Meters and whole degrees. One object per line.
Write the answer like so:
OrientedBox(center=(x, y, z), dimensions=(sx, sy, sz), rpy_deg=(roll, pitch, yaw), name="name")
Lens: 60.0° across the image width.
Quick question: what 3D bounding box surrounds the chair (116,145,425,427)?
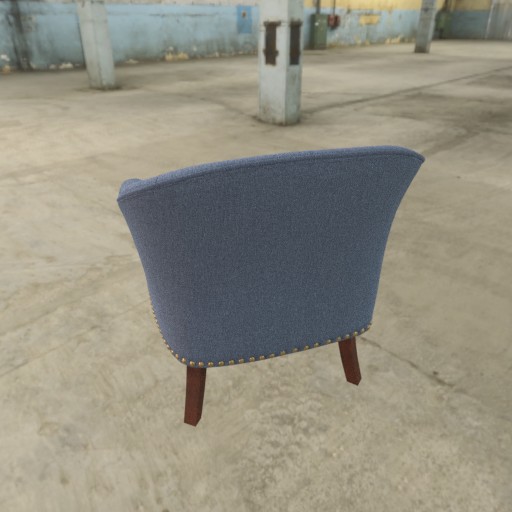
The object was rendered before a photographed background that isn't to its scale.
OrientedBox(center=(0.000, 0.000, 1.380), dimensions=(0.772, 0.815, 0.704), rpy_deg=(-8, 29, -15), name="chair")
